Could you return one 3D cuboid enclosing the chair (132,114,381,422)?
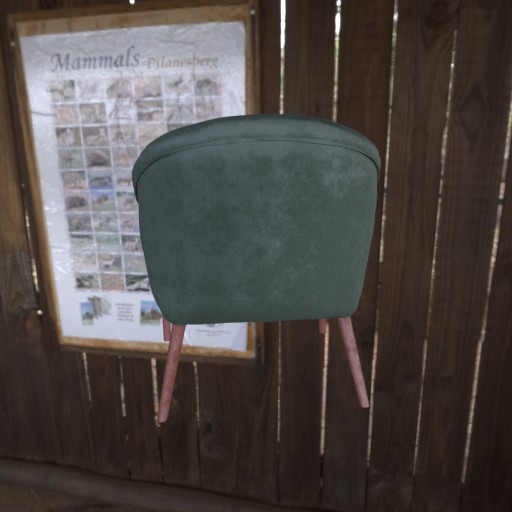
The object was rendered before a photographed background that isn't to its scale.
[{"bbox_3d":[0.000,0.000,1.532,0.851,0.885,0.776,-2,13,-7],"label":"chair"}]
